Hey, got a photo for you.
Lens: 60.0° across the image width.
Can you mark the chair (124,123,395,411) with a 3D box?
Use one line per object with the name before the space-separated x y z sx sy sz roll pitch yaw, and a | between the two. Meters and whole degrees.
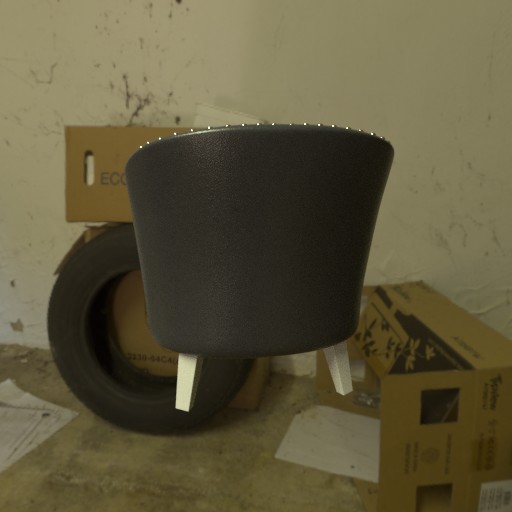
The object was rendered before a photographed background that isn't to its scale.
chair | 0.000 0.000 1.471 0.794 0.823 0.748 -3 15 -10
